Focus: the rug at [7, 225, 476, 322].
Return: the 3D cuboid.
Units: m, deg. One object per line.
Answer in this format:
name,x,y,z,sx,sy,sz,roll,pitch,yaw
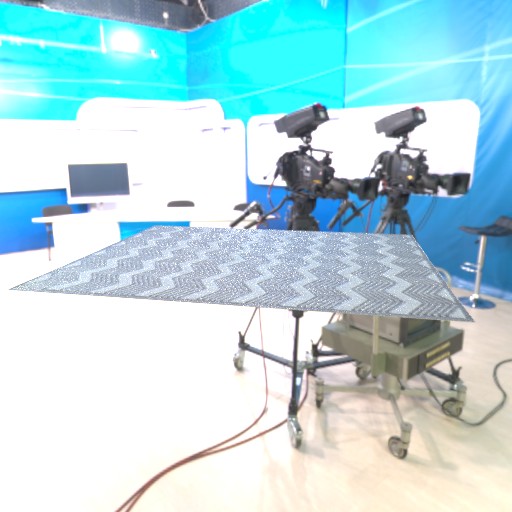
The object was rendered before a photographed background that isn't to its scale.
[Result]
rug,0.000,0.000,3.789,2.880,0.005,2.391,3,15,11
